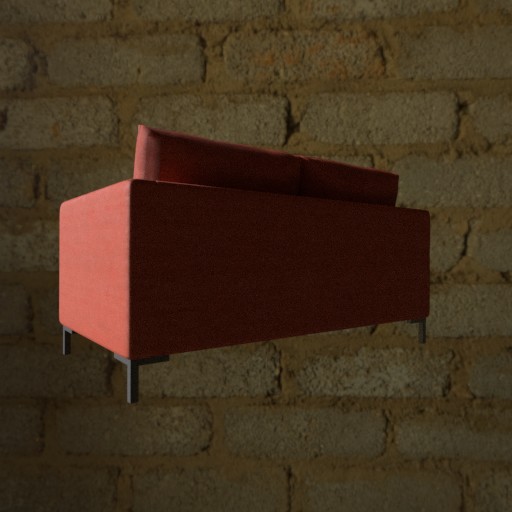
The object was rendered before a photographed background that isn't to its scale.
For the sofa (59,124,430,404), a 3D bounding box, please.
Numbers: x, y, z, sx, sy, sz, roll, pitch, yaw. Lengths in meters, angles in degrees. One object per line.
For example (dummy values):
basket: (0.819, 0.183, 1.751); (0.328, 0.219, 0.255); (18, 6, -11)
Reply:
sofa: (0.000, 0.000, 2.092); (1.574, 0.896, 0.864); (-1, 1, -37)
